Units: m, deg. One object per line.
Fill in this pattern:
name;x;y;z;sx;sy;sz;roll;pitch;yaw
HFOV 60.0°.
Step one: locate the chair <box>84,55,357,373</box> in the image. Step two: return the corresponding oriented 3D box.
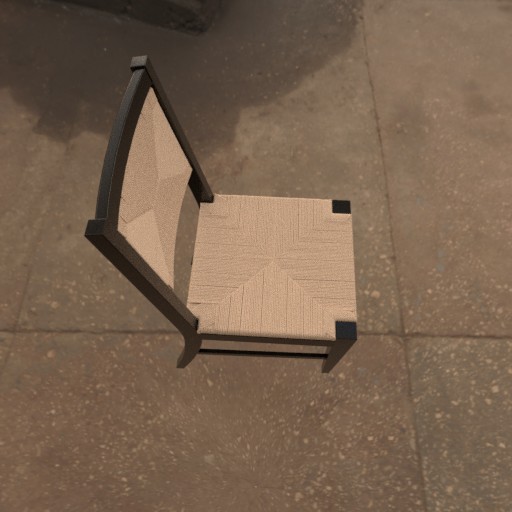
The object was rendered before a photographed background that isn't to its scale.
chair;0.000;0.000;1.225;0.552;0.927;0.437;3;63;2
